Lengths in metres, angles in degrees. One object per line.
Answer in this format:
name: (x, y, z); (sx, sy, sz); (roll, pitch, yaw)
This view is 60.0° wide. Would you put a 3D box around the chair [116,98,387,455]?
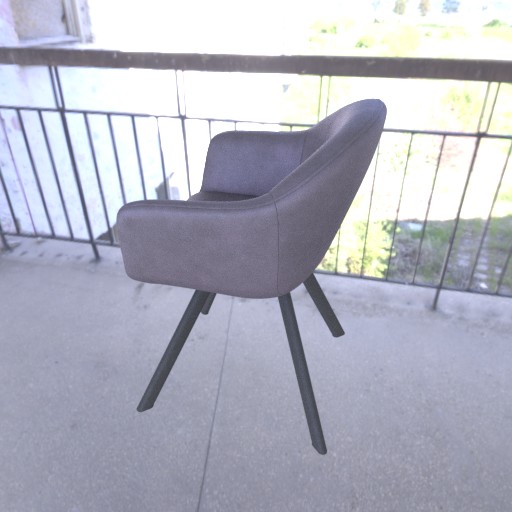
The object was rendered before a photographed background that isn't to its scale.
chair: (0.000, 0.000, 1.138); (0.544, 0.781, 0.567); (8, 31, 13)
